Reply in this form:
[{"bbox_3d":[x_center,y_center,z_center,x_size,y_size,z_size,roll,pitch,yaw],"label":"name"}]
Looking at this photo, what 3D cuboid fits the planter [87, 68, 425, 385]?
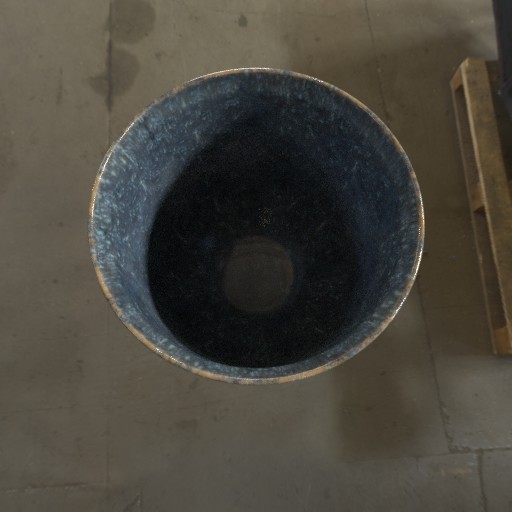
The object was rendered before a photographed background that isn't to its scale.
[{"bbox_3d":[0.000,0.000,0.479,0.266,0.270,0.266,0,74,0],"label":"planter"}]
